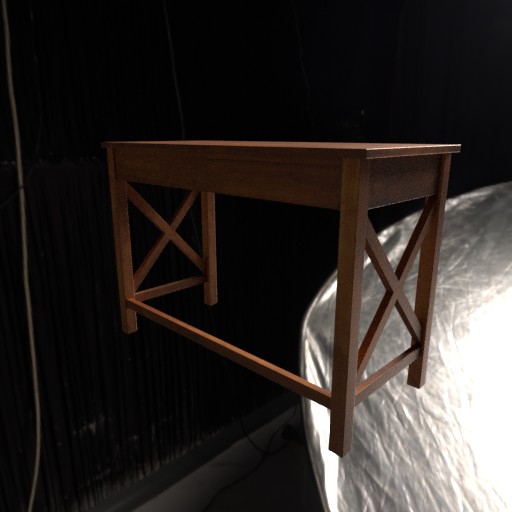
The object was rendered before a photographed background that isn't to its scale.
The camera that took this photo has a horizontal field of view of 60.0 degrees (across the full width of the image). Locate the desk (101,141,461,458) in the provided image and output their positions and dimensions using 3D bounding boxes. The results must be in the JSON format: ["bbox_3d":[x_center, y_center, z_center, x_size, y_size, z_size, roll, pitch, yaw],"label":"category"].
[{"bbox_3d":[0.000,0.000,1.546,1.117,0.762,0.508,14,21,42],"label":"desk"}]
